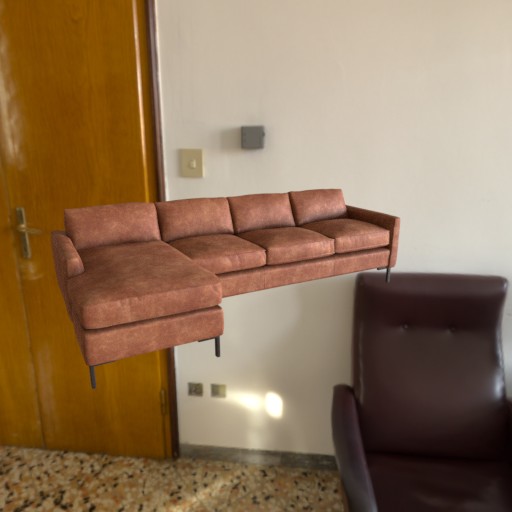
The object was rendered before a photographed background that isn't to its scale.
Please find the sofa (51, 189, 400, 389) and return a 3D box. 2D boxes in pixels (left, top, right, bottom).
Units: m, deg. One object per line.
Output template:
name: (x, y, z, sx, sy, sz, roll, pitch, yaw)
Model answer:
sofa: (0.000, 0.000, 3.698, 2.993, 0.859, 1.471, -8, 18, -28)
